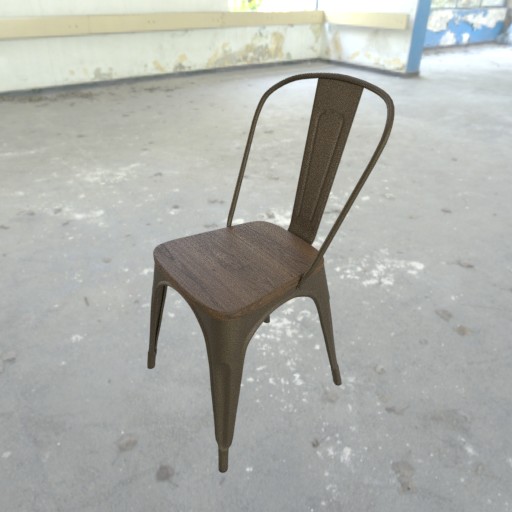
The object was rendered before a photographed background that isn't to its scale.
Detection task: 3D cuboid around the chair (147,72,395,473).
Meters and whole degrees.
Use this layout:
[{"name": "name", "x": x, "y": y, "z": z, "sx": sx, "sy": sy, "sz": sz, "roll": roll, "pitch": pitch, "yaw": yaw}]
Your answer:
[{"name": "chair", "x": 0.000, "y": 0.000, "z": 1.160, "sx": 0.532, "sy": 0.844, "sz": 0.451, "roll": -20, "pitch": 36, "yaw": -30}]
